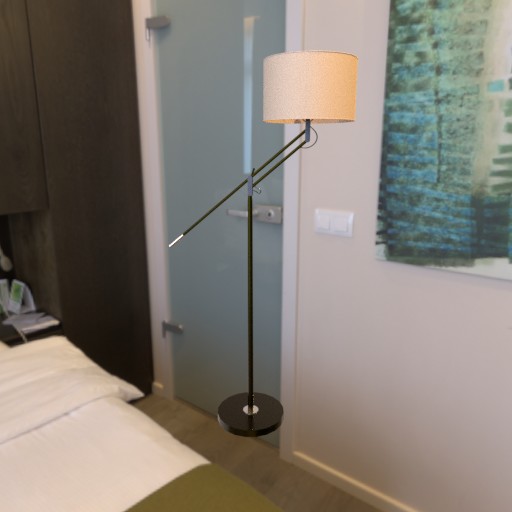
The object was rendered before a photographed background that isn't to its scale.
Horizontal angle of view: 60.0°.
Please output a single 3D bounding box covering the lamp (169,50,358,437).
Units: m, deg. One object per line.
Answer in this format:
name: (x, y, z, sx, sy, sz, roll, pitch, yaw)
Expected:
lamp: (0.000, 0.000, 1.993, 0.809, 1.635, 0.373, 2, 14, 8)
